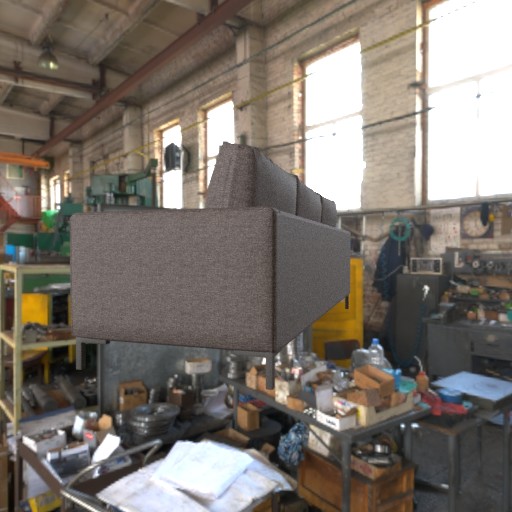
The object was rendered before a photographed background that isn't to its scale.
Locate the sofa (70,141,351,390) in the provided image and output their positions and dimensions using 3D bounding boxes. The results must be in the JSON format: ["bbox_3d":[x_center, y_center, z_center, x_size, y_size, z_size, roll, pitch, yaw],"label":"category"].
[{"bbox_3d":[0.000,0.000,2.677,0.876,0.882,2.253,0,1,19],"label":"sofa"}]
